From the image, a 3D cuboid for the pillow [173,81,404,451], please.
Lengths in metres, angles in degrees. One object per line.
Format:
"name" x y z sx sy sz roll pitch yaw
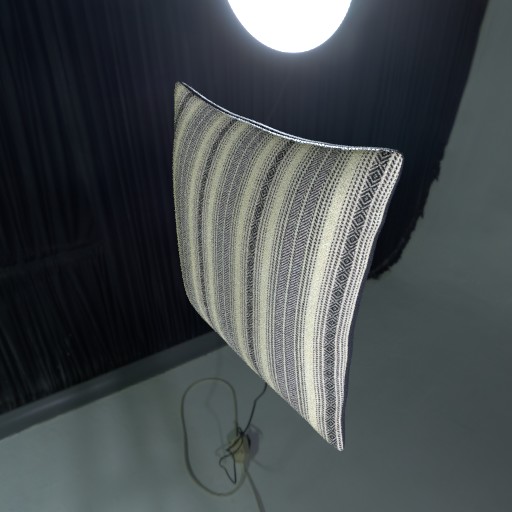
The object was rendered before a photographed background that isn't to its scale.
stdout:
"pillow" 0.000 0.000 0.780 0.166 0.508 0.520 -21 37 -30
